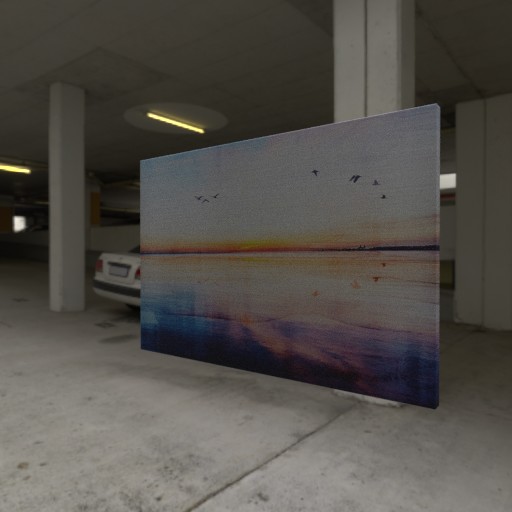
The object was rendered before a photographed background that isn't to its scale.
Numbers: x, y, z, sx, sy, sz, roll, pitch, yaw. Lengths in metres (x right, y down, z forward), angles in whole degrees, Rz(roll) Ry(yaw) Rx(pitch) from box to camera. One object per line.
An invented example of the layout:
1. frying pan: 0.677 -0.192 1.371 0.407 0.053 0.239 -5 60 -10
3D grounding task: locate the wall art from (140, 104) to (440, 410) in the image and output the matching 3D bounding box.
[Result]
1. wall art: 0.000 0.000 0.770 0.604 0.402 0.018 0 1 37
